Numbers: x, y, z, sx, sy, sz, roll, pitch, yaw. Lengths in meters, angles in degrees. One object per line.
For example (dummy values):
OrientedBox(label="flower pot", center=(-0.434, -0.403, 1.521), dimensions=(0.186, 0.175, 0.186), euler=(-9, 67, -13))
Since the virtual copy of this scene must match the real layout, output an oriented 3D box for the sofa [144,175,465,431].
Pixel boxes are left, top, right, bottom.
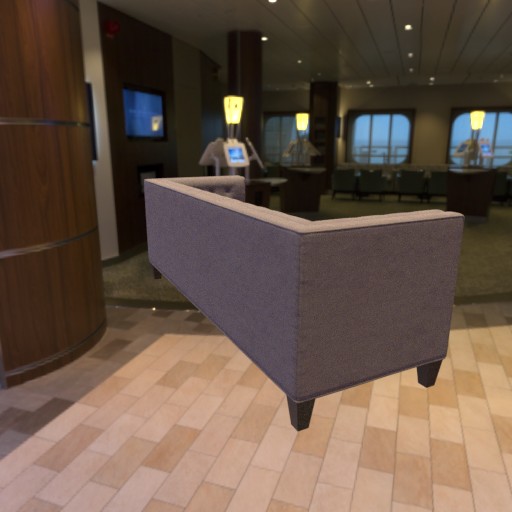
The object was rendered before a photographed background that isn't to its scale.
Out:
OrientedBox(label="sofa", center=(0.000, 0.000, 2.605), dimensions=(0.775, 0.762, 2.159), euler=(-7, 16, -26))
